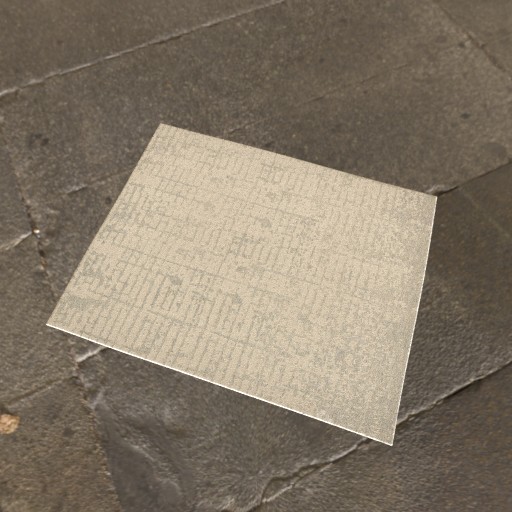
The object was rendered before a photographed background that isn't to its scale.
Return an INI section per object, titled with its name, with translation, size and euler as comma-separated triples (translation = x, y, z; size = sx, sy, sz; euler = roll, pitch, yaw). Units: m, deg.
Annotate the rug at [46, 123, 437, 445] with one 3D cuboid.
[rug]
translation = 0.000, 0.000, 4.166
size = 3.061, 0.014, 2.447
euler = 17, 65, 8
